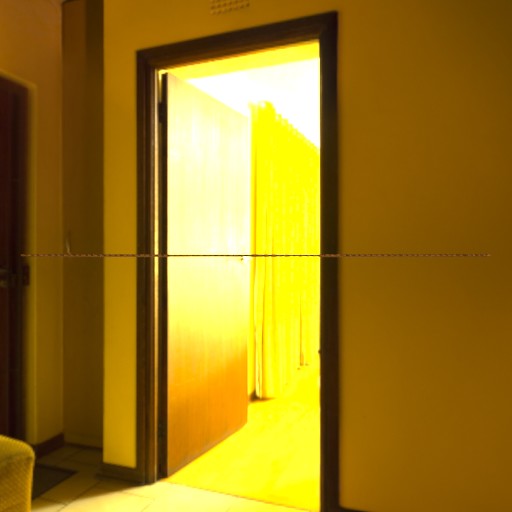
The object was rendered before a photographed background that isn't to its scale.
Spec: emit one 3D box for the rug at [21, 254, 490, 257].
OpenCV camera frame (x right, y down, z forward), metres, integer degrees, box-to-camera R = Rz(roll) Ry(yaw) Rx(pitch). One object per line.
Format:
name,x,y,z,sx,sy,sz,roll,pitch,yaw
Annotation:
rug,0.000,0.000,4.194,3.207,0.014,2.439,0,0,0
